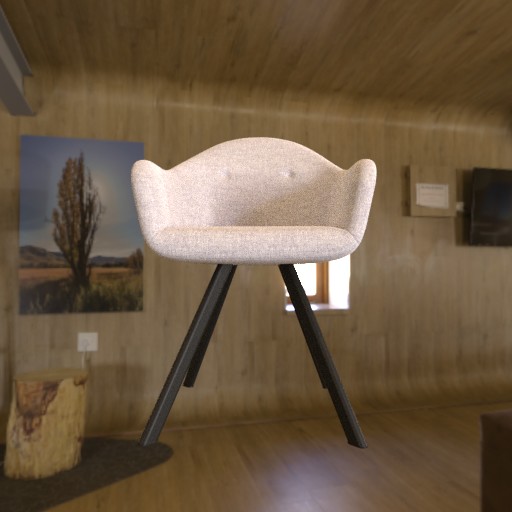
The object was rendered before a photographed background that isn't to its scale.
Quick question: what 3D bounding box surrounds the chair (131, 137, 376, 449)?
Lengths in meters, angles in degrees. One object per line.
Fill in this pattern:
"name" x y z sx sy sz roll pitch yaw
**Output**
"chair" 0.000 0.000 1.178 0.540 0.780 0.570 0 -2 2
